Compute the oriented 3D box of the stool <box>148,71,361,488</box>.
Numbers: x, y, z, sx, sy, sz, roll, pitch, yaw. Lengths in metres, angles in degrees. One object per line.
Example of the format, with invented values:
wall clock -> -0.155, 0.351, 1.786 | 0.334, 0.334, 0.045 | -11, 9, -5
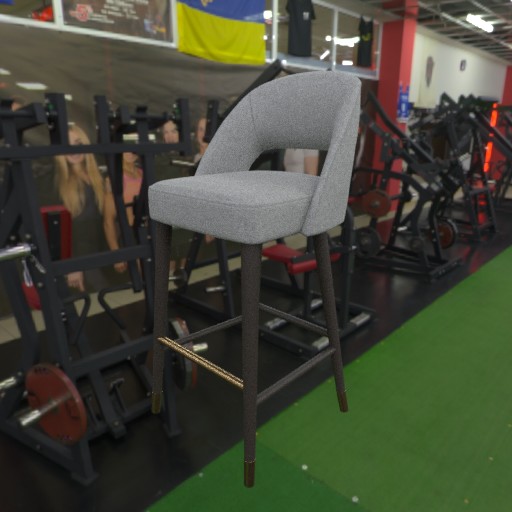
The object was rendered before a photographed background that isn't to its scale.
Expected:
stool -> 0.000, 0.000, 1.297 | 0.494, 1.037, 0.509 | 16, 23, 42
